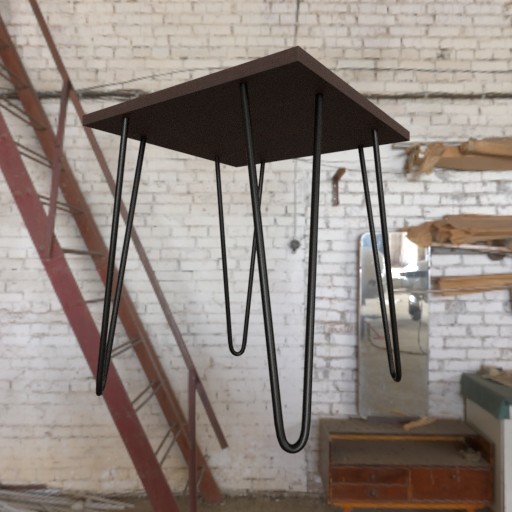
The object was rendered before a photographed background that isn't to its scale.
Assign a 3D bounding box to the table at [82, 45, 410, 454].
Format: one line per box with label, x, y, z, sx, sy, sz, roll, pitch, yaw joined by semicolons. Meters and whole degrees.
table;0.000;0.000;0.937;0.495;0.559;0.495;0;-1;36
